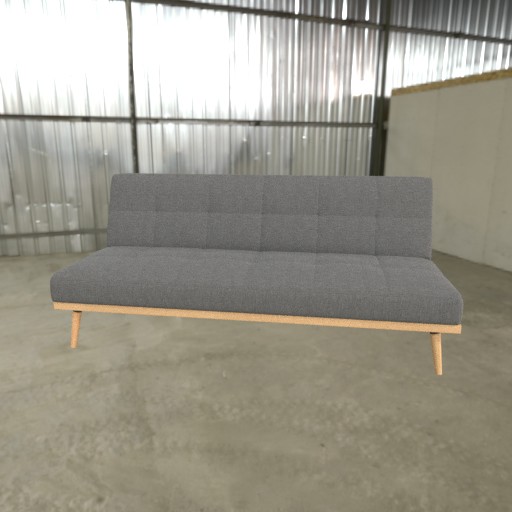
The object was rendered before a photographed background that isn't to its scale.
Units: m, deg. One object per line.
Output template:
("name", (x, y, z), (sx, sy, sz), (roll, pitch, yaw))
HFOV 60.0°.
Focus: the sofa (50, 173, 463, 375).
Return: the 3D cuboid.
("sofa", (0.000, 0.000, 2.259), (1.820, 0.770, 0.820), (2, 15, 8))
